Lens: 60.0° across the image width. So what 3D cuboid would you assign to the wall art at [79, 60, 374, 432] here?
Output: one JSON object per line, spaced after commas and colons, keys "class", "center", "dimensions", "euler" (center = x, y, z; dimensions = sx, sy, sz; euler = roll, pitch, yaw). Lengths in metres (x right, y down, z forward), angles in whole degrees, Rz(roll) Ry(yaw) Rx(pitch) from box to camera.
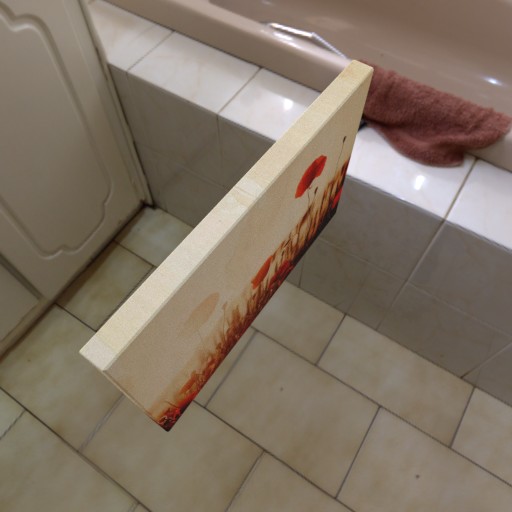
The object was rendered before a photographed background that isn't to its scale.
{"class": "wall art", "center": [0.000, 0.000, 0.777], "dimensions": [0.040, 0.402, 0.613], "euler": [32, 65, 17]}
